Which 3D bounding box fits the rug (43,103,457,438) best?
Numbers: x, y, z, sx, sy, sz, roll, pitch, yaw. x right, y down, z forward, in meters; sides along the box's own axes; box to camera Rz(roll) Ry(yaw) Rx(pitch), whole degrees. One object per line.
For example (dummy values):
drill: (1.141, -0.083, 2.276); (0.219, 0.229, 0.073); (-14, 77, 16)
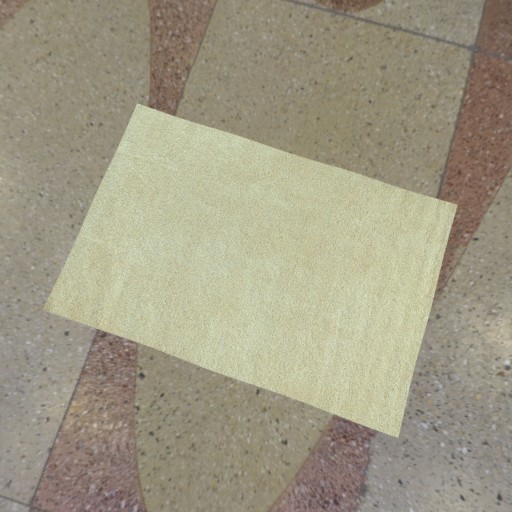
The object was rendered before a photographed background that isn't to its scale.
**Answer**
rug: (0.000, 0.000, 3.364); (2.699, 0.025, 1.800); (19, 77, 4)
